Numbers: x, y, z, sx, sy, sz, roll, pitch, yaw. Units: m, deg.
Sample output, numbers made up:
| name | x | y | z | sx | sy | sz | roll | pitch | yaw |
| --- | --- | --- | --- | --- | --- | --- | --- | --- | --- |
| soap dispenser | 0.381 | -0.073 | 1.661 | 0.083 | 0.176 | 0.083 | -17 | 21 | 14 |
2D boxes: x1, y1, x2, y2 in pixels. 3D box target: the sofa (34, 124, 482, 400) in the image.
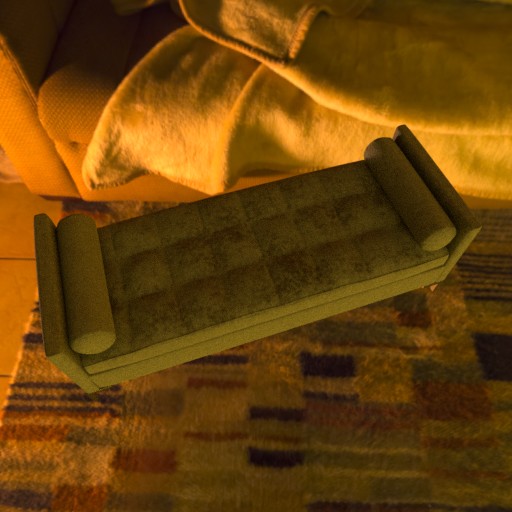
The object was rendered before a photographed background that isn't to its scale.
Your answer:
| name | x | y | z | sx | sy | sz | roll | pitch | yaw |
| --- | --- | --- | --- | --- | --- | --- | --- | --- | --- |
| sofa | 0.000 | 0.000 | 2.444 | 2.102 | 0.657 | 0.797 | -16 | 59 | -10 |
